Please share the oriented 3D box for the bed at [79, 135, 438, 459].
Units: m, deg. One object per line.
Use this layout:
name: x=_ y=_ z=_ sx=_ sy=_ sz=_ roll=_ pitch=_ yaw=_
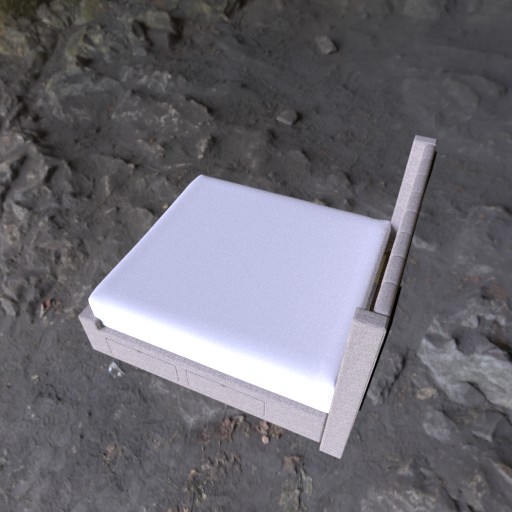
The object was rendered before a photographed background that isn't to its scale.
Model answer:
bed: x=0.000 y=0.000 z=3.859 sx=2.372 sy=1.748 sz=2.044 roll=17 pitch=48 yaw=16
